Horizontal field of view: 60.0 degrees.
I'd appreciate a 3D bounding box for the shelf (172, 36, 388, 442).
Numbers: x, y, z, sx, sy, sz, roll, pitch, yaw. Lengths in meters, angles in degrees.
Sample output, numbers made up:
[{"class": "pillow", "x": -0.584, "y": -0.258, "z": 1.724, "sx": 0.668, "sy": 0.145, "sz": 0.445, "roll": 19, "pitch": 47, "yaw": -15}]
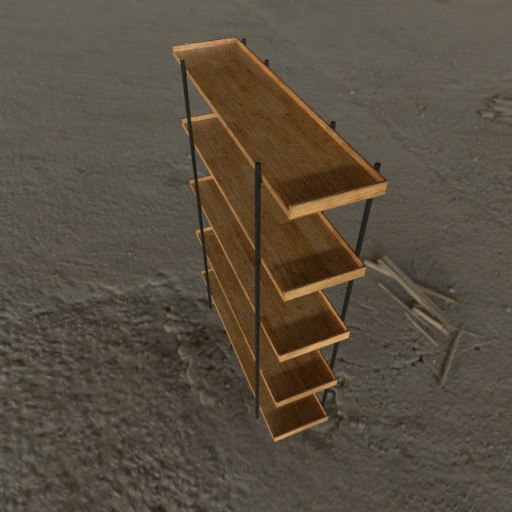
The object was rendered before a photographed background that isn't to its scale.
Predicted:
[{"class": "shelf", "x": 0.000, "y": 0.000, "z": 2.427, "sx": 0.379, "sy": 1.826, "sz": 1.371, "roll": -16, "pitch": 47, "yaw": -15}]
